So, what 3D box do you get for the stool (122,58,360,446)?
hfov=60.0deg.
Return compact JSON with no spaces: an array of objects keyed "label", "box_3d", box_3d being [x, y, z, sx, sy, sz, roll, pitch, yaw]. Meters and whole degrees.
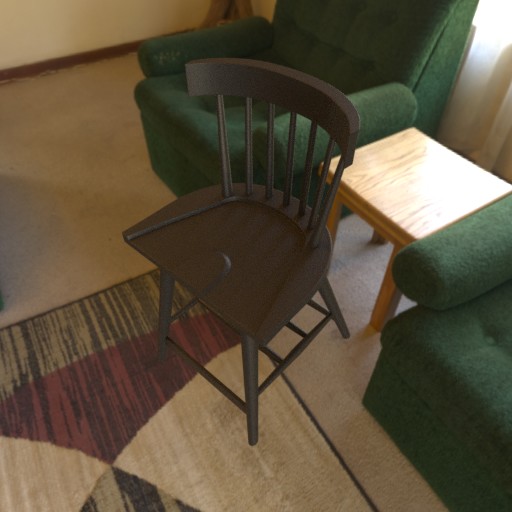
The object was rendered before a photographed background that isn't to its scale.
[{"label":"stool","box_3d":[0.000,0.000,1.258,0.494,0.953,0.549,33,55,27]}]
